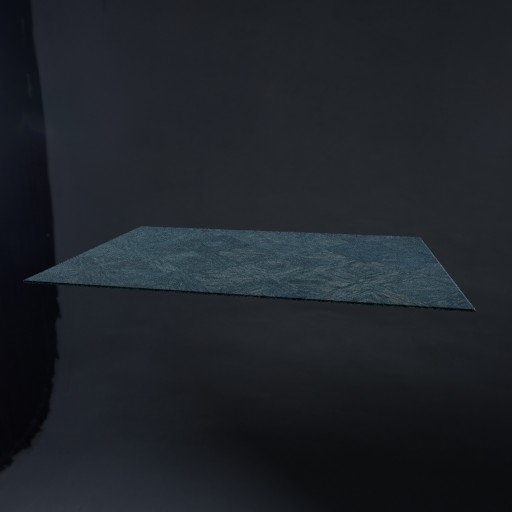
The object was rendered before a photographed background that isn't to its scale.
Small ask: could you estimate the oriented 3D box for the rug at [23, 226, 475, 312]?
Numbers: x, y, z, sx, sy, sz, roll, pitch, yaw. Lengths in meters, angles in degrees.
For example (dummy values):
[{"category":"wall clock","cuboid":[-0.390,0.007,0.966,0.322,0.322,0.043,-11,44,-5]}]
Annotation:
[{"category":"rug","cuboid":[0.000,0.000,2.890,2.277,0.015,1.490,3,16,10]}]
